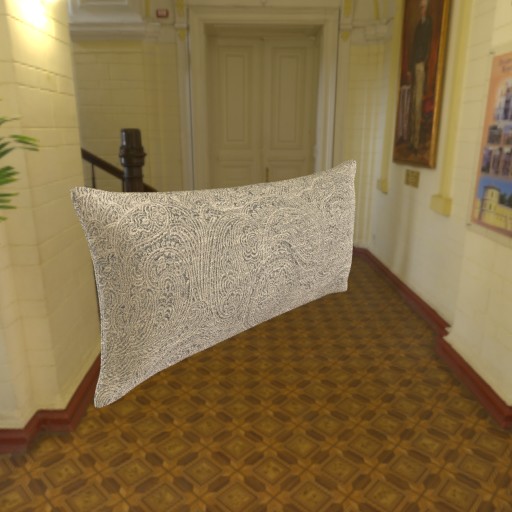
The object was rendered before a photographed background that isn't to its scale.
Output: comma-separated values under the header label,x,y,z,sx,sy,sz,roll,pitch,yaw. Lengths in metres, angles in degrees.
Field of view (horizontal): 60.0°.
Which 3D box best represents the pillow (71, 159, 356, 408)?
label,x,y,z,sx,sy,sz,roll,pitch,yaw
pillow,0.000,0.000,0.761,0.151,0.295,0.615,15,22,41
